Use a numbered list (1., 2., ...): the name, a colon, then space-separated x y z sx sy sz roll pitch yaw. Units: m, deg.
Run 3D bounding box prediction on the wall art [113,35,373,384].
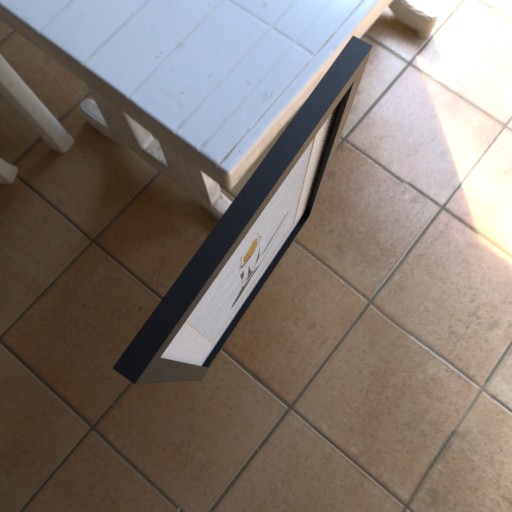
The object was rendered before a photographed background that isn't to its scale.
1. wall art: 0.000 0.000 0.524 0.019 0.381 0.330 32 77 8
